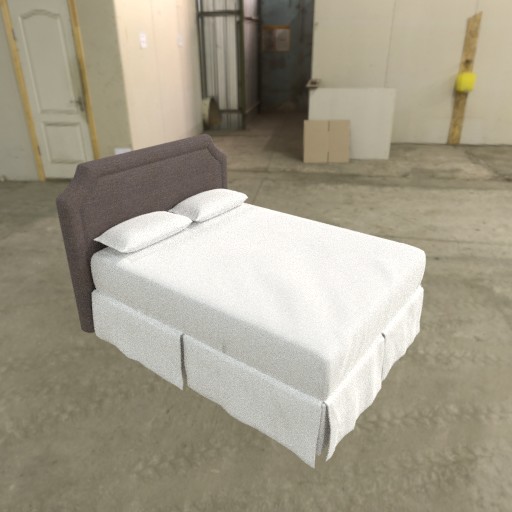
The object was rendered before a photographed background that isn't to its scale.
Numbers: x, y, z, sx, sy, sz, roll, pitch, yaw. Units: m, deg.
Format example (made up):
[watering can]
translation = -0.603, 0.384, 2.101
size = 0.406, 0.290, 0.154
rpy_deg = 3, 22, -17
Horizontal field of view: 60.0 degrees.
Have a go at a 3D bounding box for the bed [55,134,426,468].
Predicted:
[bed]
translation = 0.000, 0.000, 3.186
size = 2.116, 1.290, 1.693
rpy_deg = 18, 32, 32
